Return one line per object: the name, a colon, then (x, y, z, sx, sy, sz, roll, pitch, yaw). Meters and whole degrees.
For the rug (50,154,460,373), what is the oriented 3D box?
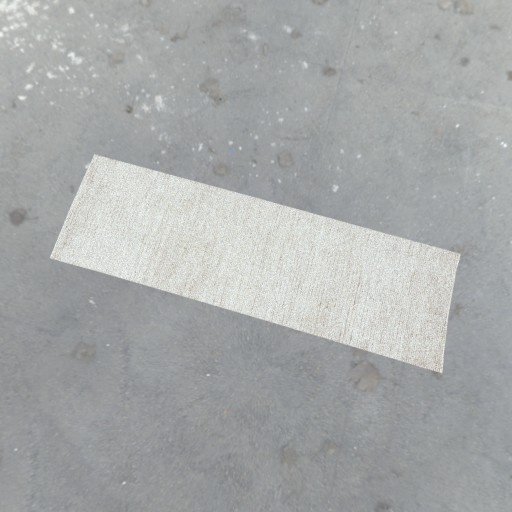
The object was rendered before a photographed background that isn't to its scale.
rug: (0.000, 0.000, 2.624, 2.346, 0.013, 0.712, 16, 75, 4)
